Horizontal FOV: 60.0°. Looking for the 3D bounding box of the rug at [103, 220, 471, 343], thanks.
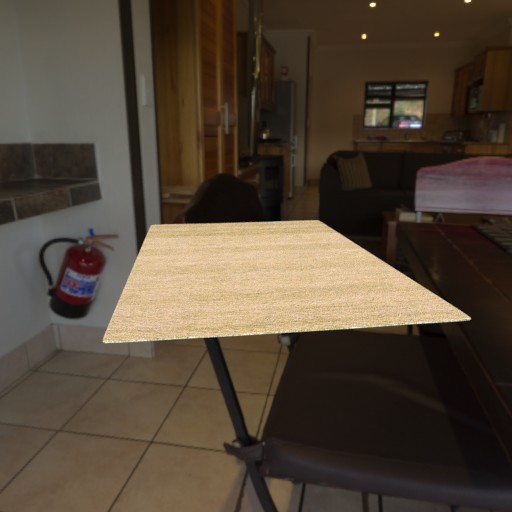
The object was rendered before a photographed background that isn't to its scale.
[{"bbox_3d":[0.000,0.000,2.167,1.143,0.010,1.758,-2,15,-8],"label":"rug"}]
